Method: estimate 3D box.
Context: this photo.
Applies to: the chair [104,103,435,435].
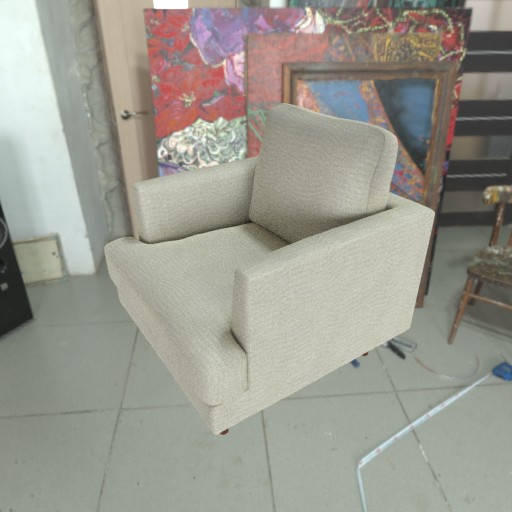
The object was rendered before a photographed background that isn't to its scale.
[{"bbox_3d":[0.000,0.000,1.644,0.899,0.957,0.858,-19,35,-29],"label":"chair"}]
